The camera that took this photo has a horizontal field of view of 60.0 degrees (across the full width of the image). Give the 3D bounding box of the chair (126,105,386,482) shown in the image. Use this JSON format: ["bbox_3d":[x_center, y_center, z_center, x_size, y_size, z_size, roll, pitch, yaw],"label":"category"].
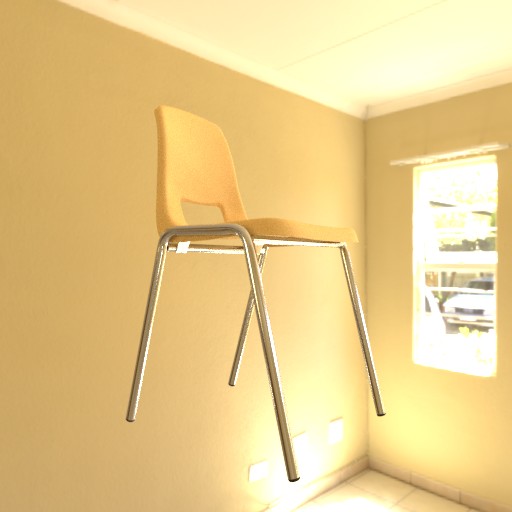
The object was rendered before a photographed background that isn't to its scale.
[{"bbox_3d":[0.000,0.000,0.957,0.436,0.704,0.381,-1,-1,37],"label":"chair"}]
